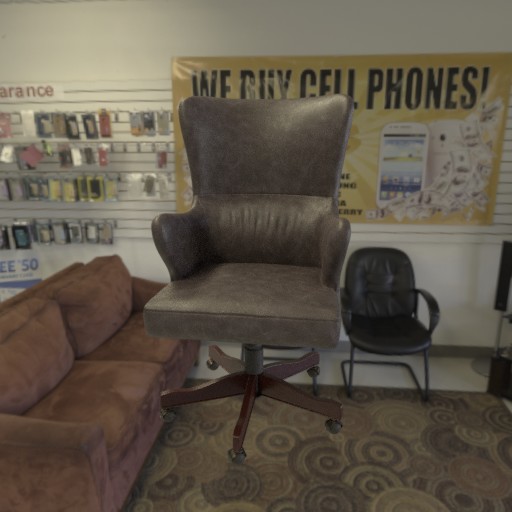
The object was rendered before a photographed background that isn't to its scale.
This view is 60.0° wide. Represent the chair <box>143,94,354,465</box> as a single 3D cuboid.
[{"bbox_3d":[0.000,0.000,1.435,0.594,1.037,0.717,2,14,8],"label":"chair"}]
